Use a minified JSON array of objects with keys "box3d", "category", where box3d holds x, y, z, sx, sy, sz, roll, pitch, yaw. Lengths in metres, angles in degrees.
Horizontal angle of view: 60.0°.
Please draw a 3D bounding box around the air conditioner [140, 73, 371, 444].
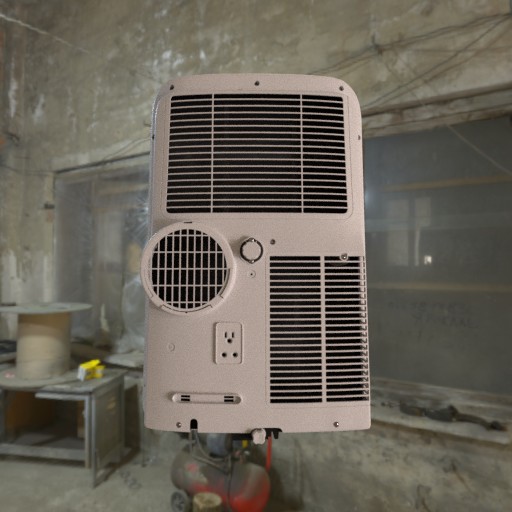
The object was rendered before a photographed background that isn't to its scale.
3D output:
[{"box3d":[0.000,0.000,0.963,0.454,0.700,0.365,0,-1,-1],"category":"air conditioner"}]
